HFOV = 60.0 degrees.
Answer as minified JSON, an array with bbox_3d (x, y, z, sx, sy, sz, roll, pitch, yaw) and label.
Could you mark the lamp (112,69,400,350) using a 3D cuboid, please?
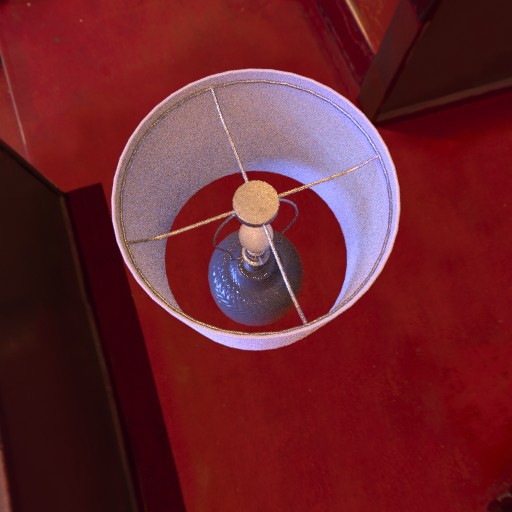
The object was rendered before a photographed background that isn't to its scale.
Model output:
[{"bbox_3d":[0.000,0.000,0.494,0.207,0.366,0.207,-20,77,-5],"label":"lamp"}]
